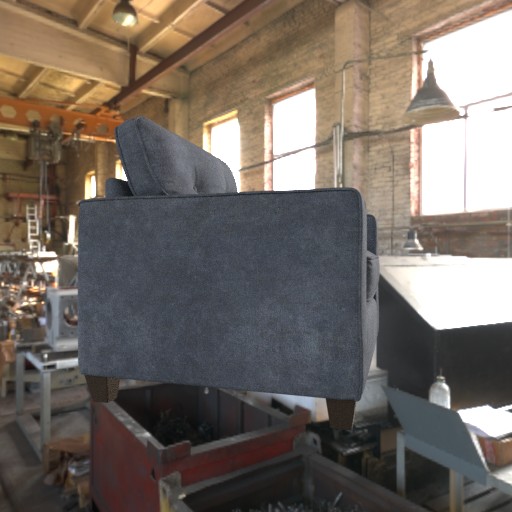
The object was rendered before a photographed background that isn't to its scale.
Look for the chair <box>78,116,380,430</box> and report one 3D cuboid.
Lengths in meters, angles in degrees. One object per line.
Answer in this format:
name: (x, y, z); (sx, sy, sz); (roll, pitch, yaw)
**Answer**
chair: (0.000, 0.000, 1.775); (0.939, 0.965, 1.015); (0, 0, 18)
